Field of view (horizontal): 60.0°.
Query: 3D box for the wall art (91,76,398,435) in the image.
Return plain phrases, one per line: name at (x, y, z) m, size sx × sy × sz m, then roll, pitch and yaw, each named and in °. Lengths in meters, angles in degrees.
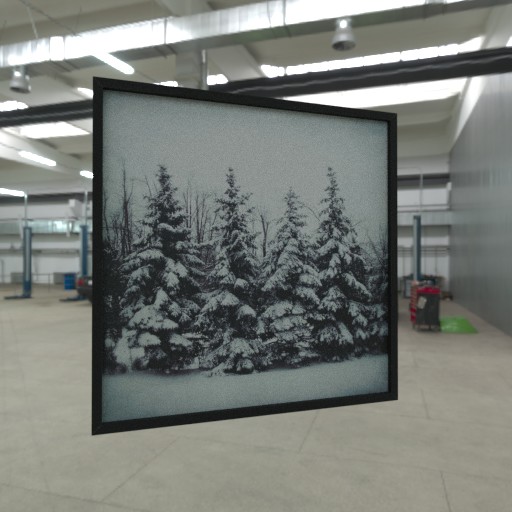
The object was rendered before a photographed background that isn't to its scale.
wall art at (0.000, 0.000, 0.442) m, size 0.305 × 0.305 × 0.037 m, roll 0°, pitch -1°, yaw -18°
